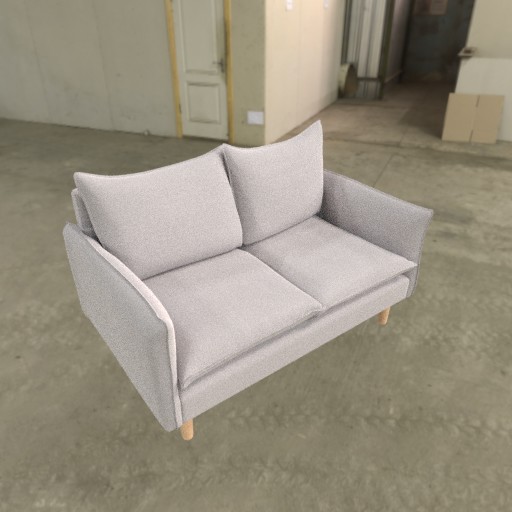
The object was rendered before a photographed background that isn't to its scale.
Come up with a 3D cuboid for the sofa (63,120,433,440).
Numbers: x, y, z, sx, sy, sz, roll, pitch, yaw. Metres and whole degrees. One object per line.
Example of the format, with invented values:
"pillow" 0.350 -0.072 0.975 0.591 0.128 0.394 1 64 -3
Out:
"sofa" 0.000 0.000 1.860 1.300 0.840 0.820 -21 36 -31
